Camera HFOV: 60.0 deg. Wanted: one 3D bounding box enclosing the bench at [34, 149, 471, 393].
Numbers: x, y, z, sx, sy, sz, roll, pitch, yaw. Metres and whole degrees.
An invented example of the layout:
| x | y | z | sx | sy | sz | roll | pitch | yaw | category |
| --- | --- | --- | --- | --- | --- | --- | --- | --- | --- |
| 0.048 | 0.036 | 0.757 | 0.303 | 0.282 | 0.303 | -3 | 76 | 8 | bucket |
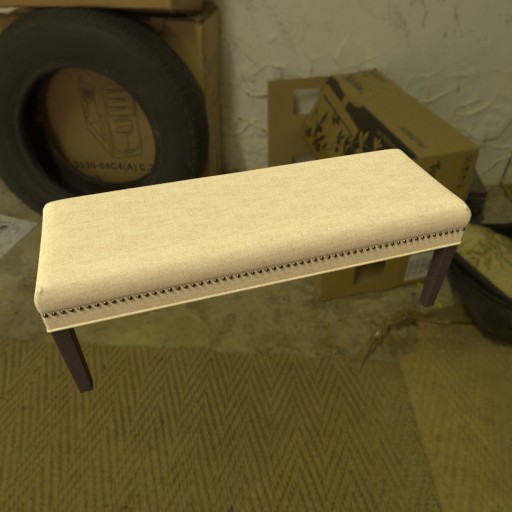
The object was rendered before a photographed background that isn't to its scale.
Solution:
| x | y | z | sx | sy | sz | roll | pitch | yaw | category |
| --- | --- | --- | --- | --- | --- | --- | --- | --- | --- |
| 0.000 | 0.000 | 1.432 | 1.219 | 0.457 | 0.410 | -11 | 41 | -13 | bench |
